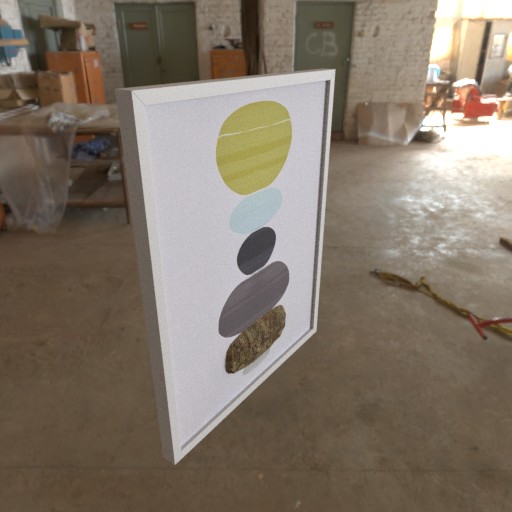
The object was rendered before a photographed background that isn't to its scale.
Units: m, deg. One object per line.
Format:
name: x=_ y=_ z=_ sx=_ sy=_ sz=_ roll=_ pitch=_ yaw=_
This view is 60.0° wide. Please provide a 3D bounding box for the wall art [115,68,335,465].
wall art: x=0.000 y=0.000 z=1.016 sx=0.055 sy=0.763 sz=0.611 roll=18 pitch=31 yaw=33
